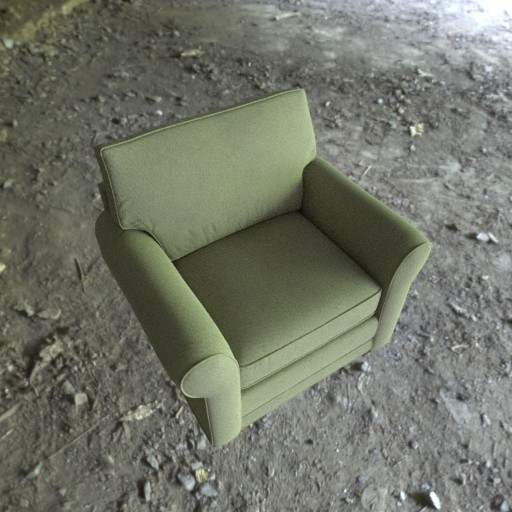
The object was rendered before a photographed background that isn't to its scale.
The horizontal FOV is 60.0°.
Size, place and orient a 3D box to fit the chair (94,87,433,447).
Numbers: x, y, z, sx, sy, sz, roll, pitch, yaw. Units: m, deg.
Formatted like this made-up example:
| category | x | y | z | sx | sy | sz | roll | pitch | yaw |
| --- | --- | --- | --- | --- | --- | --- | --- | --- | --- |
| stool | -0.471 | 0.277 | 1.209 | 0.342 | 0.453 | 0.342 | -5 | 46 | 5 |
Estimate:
| category | x | y | z | sx | sy | sz | roll | pitch | yaw |
| --- | --- | --- | --- | --- | --- | --- | --- | --- | --- |
| chair | 0.000 | 0.000 | 1.918 | 1.147 | 1.044 | 0.939 | -24 | 50 | -22 |
